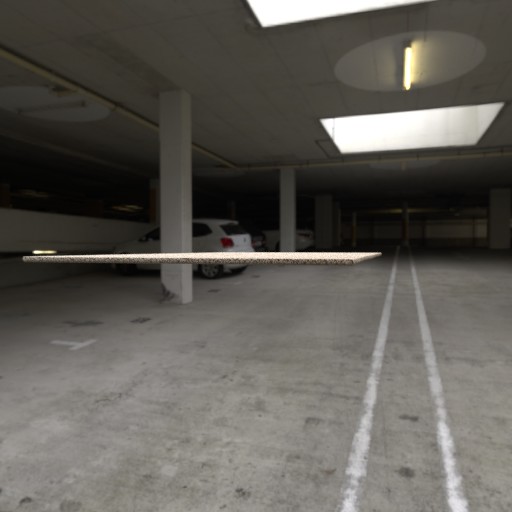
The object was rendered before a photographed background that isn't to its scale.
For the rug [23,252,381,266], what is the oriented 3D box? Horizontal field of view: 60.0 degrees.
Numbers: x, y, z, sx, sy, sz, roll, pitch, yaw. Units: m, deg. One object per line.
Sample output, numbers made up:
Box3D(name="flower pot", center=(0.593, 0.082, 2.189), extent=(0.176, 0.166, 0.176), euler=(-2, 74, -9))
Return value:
Box3D(name="rug", center=(0.000, 0.000, 2.928), extent=(1.500, 0.025, 2.346), euler=(0, 1, 18))
